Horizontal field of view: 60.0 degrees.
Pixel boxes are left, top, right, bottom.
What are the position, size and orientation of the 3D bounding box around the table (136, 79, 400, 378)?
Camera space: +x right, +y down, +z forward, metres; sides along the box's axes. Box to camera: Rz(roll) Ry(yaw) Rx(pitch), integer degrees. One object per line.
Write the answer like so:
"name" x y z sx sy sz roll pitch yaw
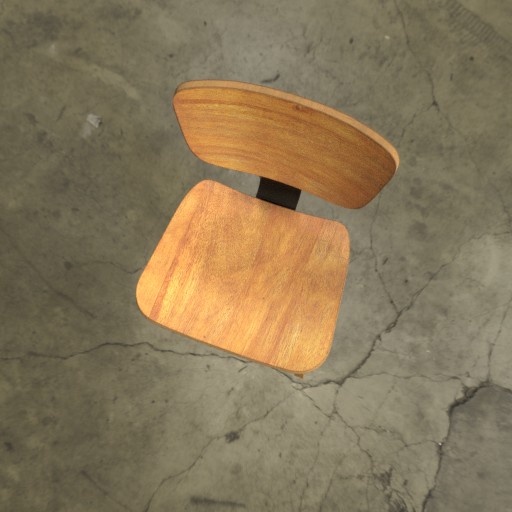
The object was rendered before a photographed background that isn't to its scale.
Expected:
"table" 0.000 0.000 1.129 0.499 0.805 0.500 19 77 5
